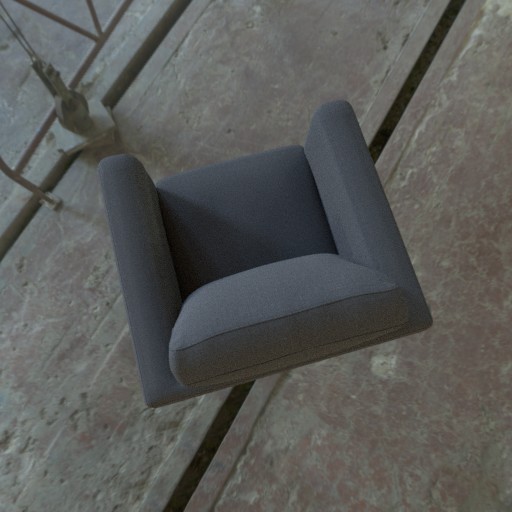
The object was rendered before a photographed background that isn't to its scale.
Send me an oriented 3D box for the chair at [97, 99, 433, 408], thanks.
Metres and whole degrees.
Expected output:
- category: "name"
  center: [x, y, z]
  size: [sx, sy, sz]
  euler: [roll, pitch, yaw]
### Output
- category: "chair"
  center: [0.000, 0.000, 1.549]
  size: [0.854, 0.927, 0.800]
  euler: [-15, 76, -4]
